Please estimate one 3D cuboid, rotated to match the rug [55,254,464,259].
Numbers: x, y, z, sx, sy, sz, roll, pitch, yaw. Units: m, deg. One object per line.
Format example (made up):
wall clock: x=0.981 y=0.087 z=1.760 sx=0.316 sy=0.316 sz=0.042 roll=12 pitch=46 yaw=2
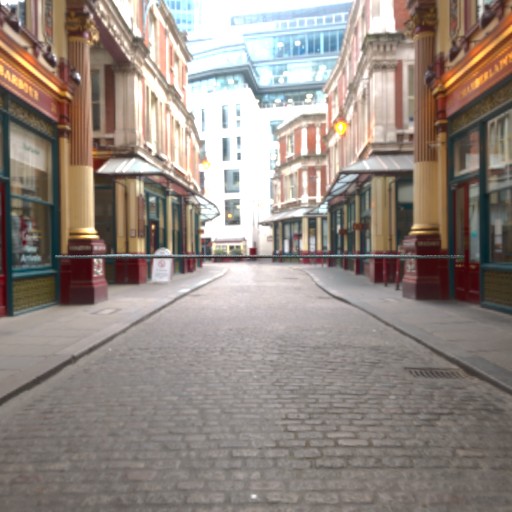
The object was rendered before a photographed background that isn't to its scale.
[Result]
rug: x=0.000 y=0.000 z=2.856 sx=1.611 sy=0.026 sz=2.260 roll=0 pitch=0 yaw=-1
